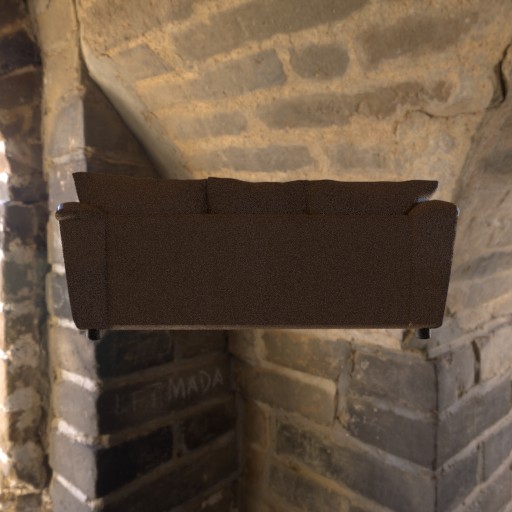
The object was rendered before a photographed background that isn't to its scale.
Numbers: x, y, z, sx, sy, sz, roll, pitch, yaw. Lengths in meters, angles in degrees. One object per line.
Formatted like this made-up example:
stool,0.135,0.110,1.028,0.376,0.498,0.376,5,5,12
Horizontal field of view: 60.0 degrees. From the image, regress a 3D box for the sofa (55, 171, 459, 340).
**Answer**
sofa,0.000,0.000,2.874,2.377,0.981,0.893,0,-1,-1
